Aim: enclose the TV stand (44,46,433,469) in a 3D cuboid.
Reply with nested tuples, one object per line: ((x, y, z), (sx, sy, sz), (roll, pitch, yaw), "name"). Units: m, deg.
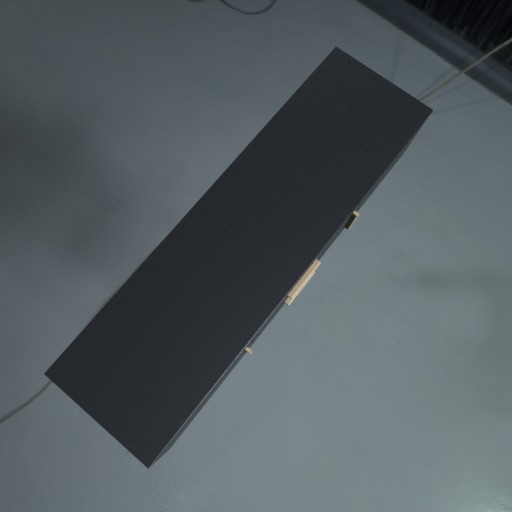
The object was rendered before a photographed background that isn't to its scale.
((0.000, 0.000, 1.523), (0.390, 0.518, 1.312), (38, 79, 9), "TV stand")
